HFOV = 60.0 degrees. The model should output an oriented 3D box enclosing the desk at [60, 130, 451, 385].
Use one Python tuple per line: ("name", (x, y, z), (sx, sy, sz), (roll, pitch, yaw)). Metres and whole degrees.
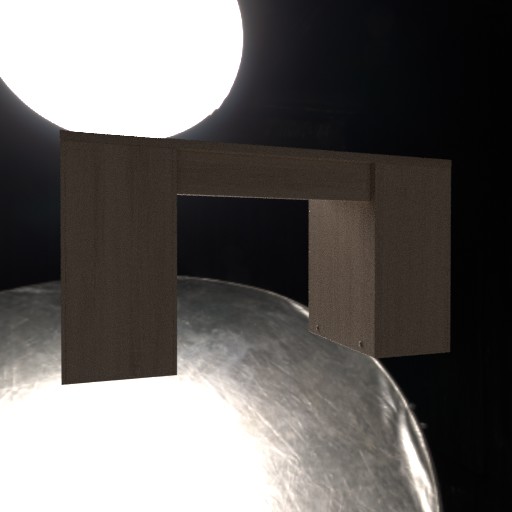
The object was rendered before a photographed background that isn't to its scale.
("desk", (0.000, 0.000, 1.780), (1.390, 0.740, 0.600), (0, 1, -18))
